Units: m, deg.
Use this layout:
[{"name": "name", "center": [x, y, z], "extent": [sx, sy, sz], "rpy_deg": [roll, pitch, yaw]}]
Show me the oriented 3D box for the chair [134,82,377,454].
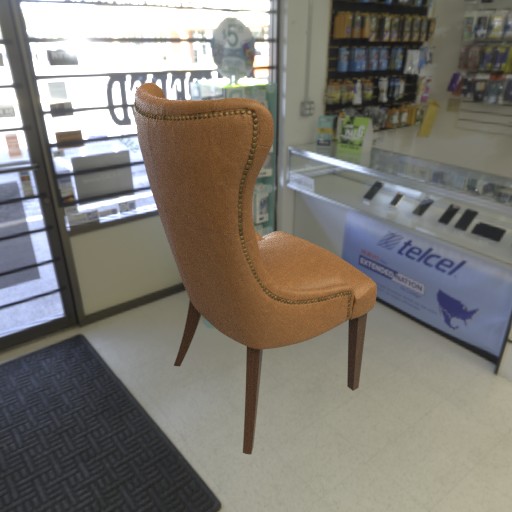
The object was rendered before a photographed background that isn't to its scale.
[{"name": "chair", "center": [0.000, 0.000, 1.474], "extent": [0.669, 1.065, 0.611], "rpy_deg": [-17, 30, -31]}]
